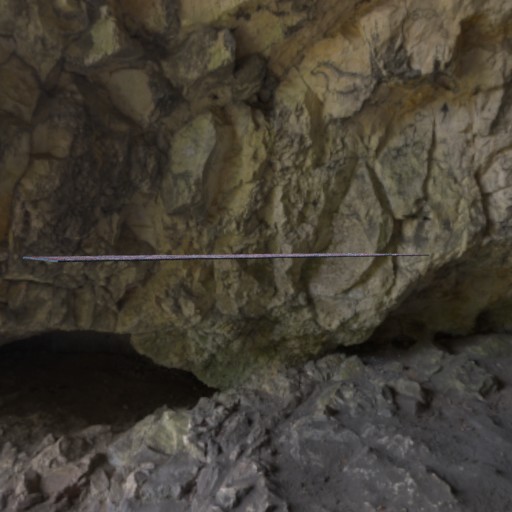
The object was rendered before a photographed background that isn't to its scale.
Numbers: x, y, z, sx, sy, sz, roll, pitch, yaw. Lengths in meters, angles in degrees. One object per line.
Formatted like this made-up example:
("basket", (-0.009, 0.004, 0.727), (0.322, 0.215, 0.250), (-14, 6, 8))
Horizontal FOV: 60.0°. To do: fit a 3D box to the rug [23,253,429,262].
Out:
("rug", (0.000, 0.000, 2.721), (2.459, 0.010, 0.801), (-1, 1, -36))
